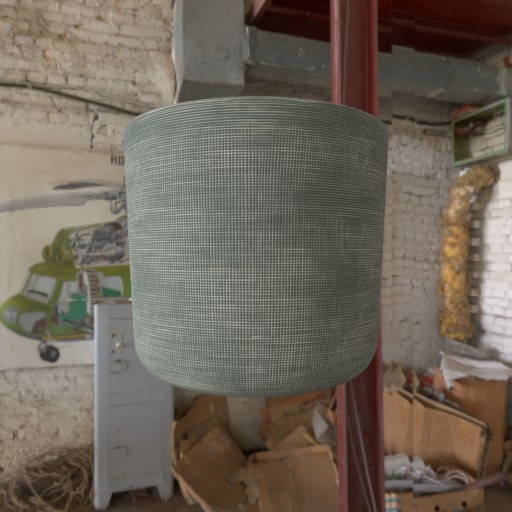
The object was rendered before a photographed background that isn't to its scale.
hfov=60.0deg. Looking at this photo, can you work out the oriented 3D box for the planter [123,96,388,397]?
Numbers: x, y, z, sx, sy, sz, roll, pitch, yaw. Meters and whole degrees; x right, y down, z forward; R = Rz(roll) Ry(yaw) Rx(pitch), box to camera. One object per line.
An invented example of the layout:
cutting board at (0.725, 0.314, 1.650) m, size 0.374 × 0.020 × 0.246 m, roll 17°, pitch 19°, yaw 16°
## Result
planter at (0.000, 0.000, 0.769) m, size 0.440 × 0.398 × 0.440 m, roll 0°, pitch 0°, yaw 0°
